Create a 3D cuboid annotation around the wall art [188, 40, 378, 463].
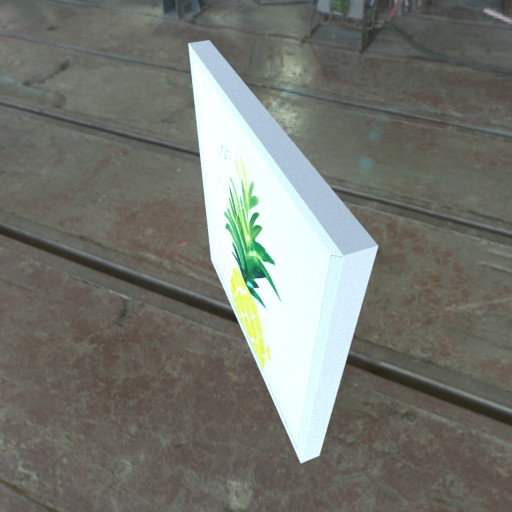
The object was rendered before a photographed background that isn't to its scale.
[{"bbox_3d":[0.000,0.000,0.735,0.035,0.507,0.508,-16,48,-15],"label":"wall art"}]
